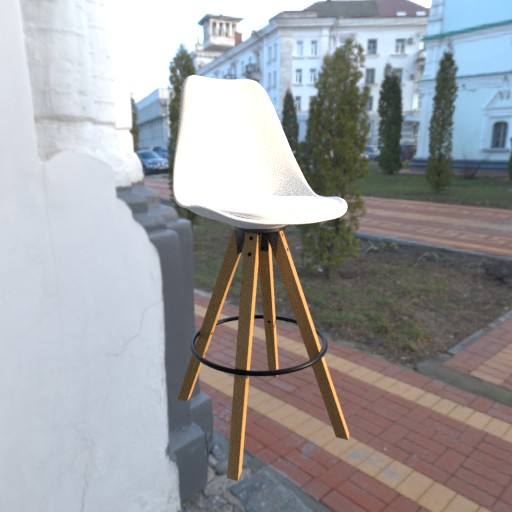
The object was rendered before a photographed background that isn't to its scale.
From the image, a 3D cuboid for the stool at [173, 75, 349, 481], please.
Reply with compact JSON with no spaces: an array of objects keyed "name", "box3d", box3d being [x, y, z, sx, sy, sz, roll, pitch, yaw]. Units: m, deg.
[{"name":"stool","box3d":[0.000,0.000,1.389,0.482,1.115,0.549,-7,15,-26]}]
